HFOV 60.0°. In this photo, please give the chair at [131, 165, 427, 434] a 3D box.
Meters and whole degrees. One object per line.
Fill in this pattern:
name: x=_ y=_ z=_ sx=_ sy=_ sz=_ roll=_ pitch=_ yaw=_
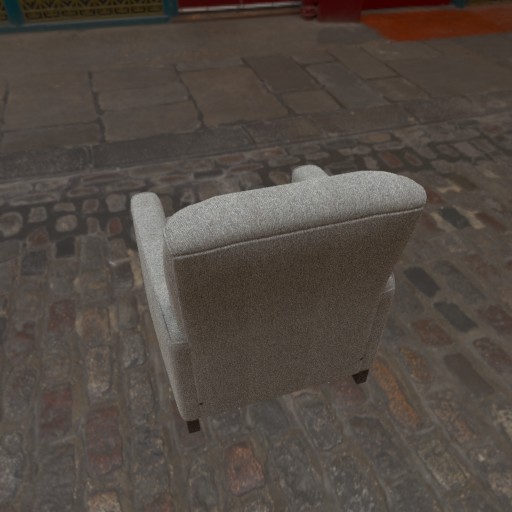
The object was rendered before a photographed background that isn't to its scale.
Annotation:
chair: x=0.000 y=0.000 z=1.667 sx=0.841 sy=1.028 sz=0.858 roll=-12 pitch=43 yaw=-13
